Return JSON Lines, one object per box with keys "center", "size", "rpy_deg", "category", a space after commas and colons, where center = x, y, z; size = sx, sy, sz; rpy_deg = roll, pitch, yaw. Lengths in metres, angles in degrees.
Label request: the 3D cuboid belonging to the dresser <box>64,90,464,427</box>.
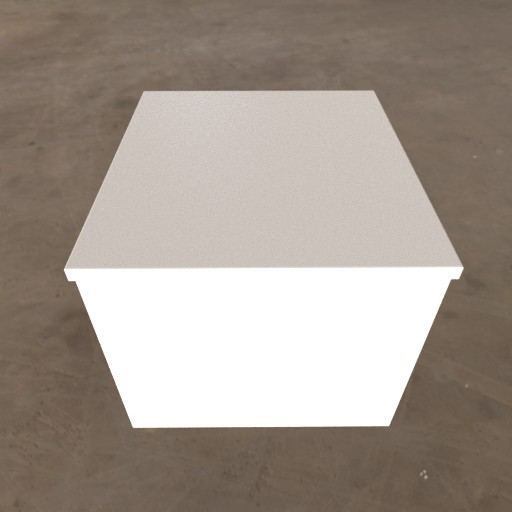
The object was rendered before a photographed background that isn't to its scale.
{"center": [0.000, 0.000, 0.707], "size": [0.400, 0.360, 0.430], "rpy_deg": [0, 42, 0], "category": "dresser"}
